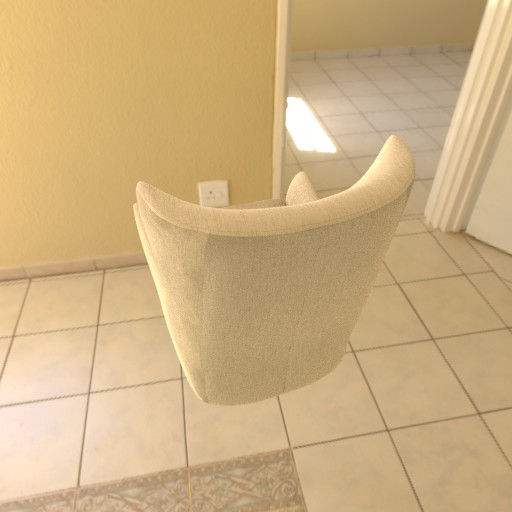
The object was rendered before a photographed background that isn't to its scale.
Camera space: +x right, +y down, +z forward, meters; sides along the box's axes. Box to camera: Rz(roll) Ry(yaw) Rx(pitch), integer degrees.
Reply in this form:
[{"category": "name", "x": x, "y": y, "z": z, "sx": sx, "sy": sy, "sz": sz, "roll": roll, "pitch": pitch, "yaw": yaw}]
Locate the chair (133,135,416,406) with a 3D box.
[{"category": "chair", "x": 0.000, "y": 0.000, "z": 1.656, "sx": 0.779, "sy": 1.000, "sz": 0.904, "roll": -13, "pitch": 42, "yaw": -15}]
